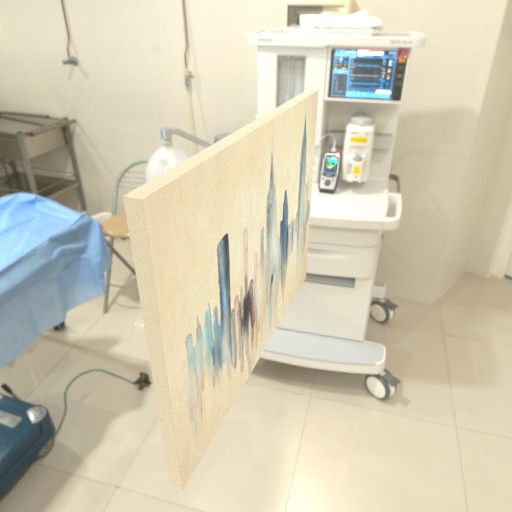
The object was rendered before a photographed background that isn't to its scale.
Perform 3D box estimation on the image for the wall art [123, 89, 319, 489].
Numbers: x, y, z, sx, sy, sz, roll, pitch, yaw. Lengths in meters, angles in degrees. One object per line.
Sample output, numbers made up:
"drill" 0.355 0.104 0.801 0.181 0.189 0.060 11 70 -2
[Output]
"wall art" 0.000 0.000 1.297 0.038 0.762 1.016 12 32 19
